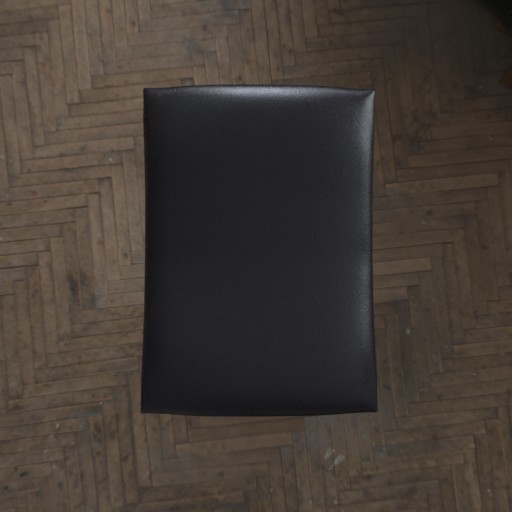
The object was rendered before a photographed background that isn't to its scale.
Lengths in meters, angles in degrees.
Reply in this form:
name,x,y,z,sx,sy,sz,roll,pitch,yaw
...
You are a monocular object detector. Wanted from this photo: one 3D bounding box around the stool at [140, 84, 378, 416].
name,x,y,z,sx,sy,sz,roll,pitch,yaw
stool,0.000,0.000,1.008,0.372,0.742,0.504,0,88,-1
